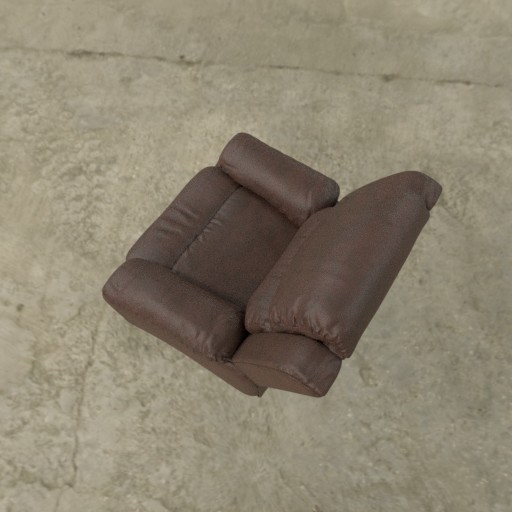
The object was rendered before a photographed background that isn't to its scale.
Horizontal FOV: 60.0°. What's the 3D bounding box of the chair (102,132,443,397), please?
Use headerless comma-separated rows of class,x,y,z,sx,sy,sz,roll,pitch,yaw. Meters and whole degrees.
chair,0.000,0.000,1.274,0.707,0.702,0.680,31,67,14
